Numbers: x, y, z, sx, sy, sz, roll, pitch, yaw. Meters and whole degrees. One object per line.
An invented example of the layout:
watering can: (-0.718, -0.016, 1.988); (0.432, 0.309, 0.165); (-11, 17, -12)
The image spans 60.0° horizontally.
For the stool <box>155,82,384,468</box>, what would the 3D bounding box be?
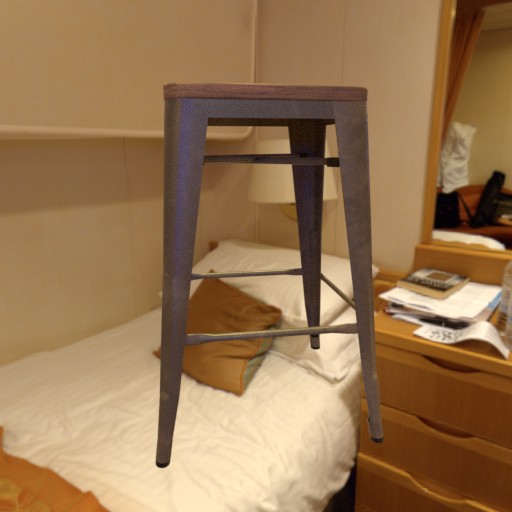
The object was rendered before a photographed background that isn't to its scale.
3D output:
stool: (0.000, 0.000, 0.885); (0.407, 0.607, 0.407); (-2, 14, -9)
